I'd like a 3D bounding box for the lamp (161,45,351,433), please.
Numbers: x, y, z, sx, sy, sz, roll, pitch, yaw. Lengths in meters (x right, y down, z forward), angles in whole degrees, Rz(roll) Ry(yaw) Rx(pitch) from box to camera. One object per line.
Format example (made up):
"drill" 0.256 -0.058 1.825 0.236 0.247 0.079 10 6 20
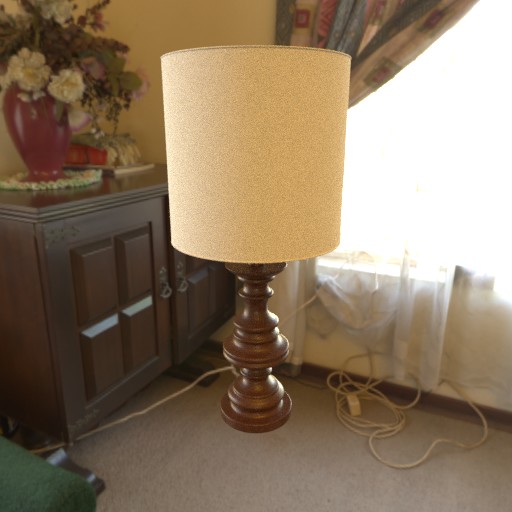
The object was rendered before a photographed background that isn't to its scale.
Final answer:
"lamp" 0.000 0.000 0.560 0.208 0.455 0.208 3 17 9
